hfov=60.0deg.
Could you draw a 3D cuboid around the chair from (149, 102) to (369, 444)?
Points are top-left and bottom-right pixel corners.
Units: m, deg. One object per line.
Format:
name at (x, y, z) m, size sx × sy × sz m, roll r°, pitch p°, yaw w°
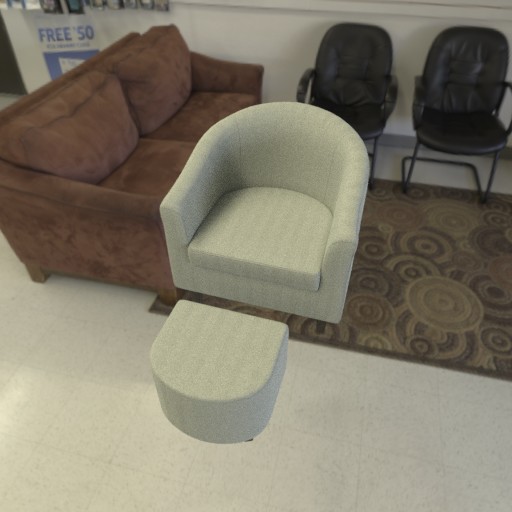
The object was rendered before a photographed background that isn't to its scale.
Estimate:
chair at (0.000, 0.000, 1.758) m, size 0.756 × 0.757 × 1.288 m, roll 11°, pitch 43°, yaw 13°
